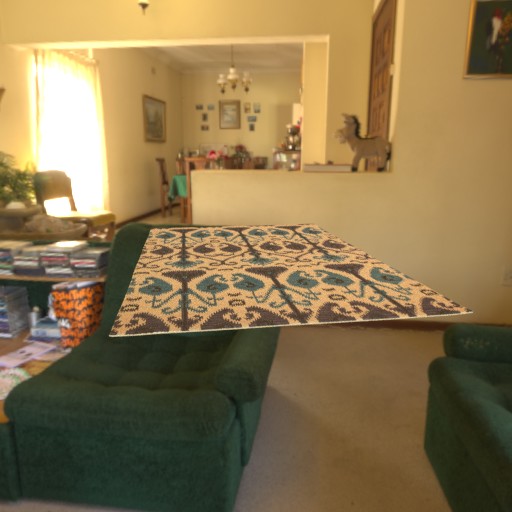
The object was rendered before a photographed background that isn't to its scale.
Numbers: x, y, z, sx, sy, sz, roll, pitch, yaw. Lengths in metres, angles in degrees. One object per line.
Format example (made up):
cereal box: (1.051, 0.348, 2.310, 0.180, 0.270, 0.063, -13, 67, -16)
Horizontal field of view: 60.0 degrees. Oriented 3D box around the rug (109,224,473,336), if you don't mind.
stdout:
rug: (0.000, 0.000, 2.077, 1.072, 0.013, 1.698, -2, 13, -9)
